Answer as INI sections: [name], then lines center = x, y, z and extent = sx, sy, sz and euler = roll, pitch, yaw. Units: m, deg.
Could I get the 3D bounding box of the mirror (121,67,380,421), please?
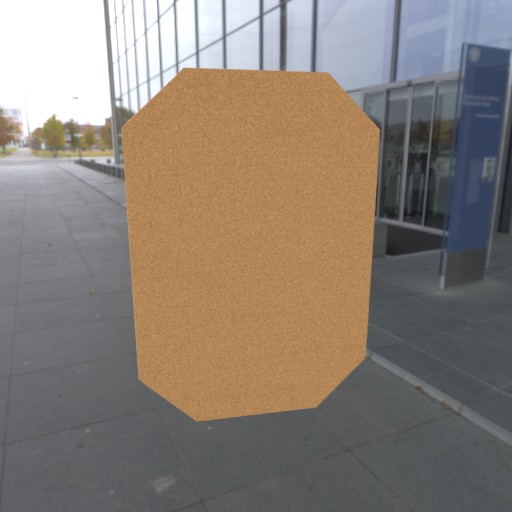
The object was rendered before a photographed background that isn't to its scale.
[mirror]
center = 0.000, 0.000, 1.307
extent = 0.709, 1.015, 0.061
euler = -3, 14, -11
